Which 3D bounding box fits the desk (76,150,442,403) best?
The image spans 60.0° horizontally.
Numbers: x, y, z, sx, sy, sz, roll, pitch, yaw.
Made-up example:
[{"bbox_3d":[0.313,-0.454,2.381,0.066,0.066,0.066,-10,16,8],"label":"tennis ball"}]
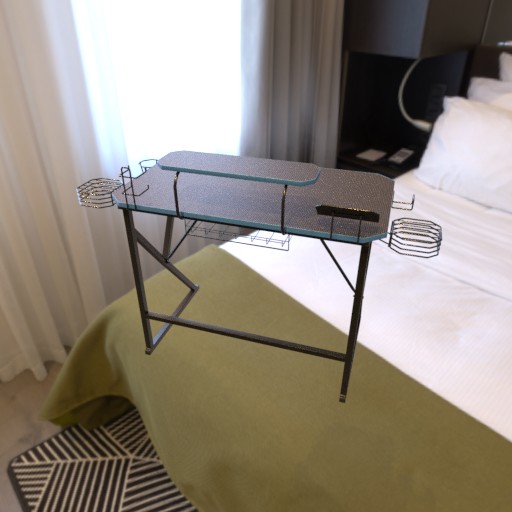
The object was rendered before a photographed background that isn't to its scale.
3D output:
[{"bbox_3d":[0.000,0.000,1.802,1.295,0.909,0.594,10,33,15],"label":"desk"}]
